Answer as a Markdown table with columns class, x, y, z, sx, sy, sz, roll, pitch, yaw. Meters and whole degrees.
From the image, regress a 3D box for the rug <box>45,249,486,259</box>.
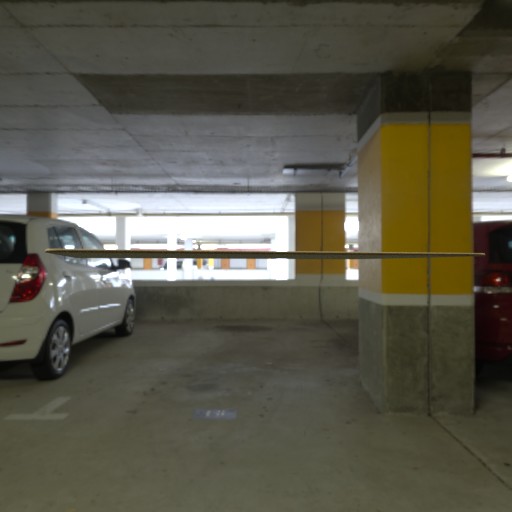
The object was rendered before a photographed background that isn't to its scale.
| class | x | y | z | sx | sy | sz | roll | pitch | yaw |
| --- | --- | --- | --- | --- | --- | --- | --- | --- | --- |
| rug | 0.000 | 0.000 | 2.086 | 1.667 | 0.013 | 1.062 | 0 | -1 | -18 |
